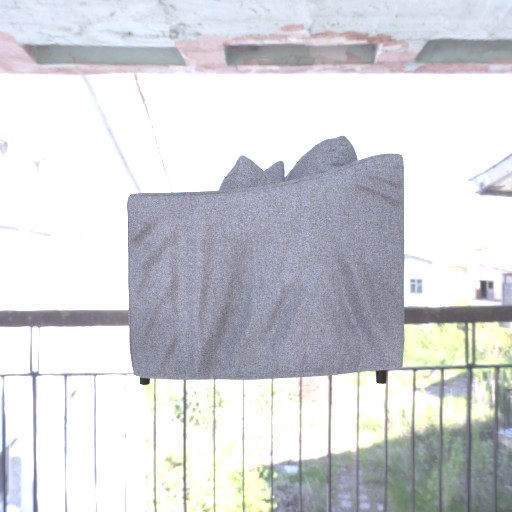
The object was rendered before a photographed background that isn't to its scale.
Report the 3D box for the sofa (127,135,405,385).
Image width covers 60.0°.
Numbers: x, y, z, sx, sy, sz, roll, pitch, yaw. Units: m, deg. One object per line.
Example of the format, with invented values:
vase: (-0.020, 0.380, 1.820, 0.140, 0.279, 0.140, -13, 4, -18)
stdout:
sofa: (0.000, 0.000, 2.618, 1.072, 1.018, 2.010, 0, -1, -2)
